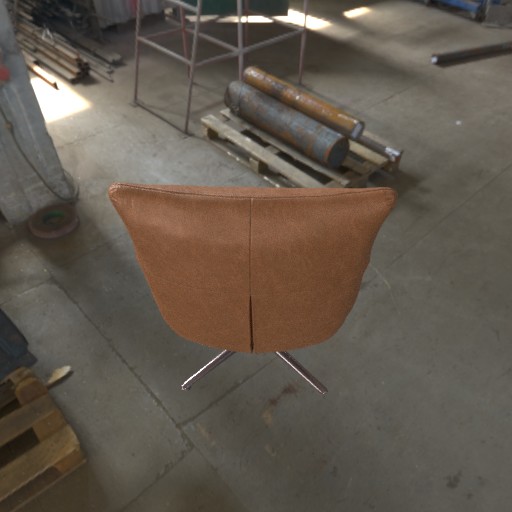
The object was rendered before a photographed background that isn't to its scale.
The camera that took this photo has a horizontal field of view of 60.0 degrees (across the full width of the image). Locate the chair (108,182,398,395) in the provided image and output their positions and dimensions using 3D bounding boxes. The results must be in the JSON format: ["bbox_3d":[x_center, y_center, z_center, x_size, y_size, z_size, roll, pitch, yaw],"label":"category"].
[{"bbox_3d":[0.000,0.000,1.508,0.711,1.027,0.794,1,45,1],"label":"chair"}]
